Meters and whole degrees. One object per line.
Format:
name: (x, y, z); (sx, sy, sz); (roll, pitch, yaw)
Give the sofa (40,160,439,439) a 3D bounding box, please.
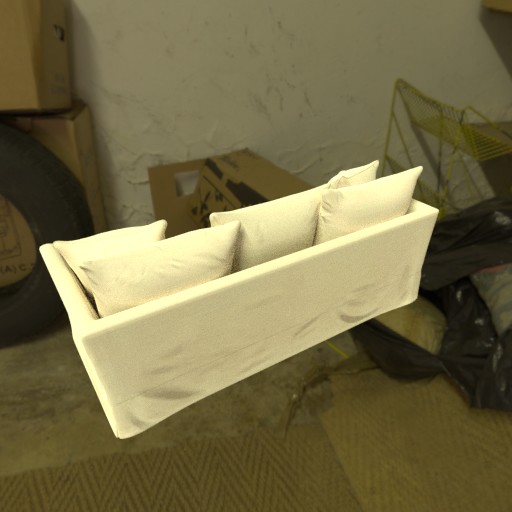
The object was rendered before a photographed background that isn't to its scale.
sofa: (0.000, 0.000, 3.007); (2.484, 1.042, 1.030); (-18, 35, -28)
